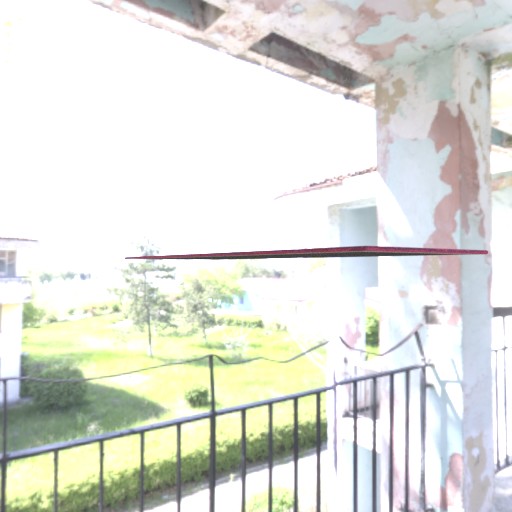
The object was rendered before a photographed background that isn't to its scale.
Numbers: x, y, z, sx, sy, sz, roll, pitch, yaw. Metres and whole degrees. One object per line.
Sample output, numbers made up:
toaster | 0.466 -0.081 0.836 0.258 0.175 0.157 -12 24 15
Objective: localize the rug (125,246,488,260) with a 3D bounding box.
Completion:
rug | 0.000 0.000 2.729 0.813 0.018 2.439 1 -2 -35
